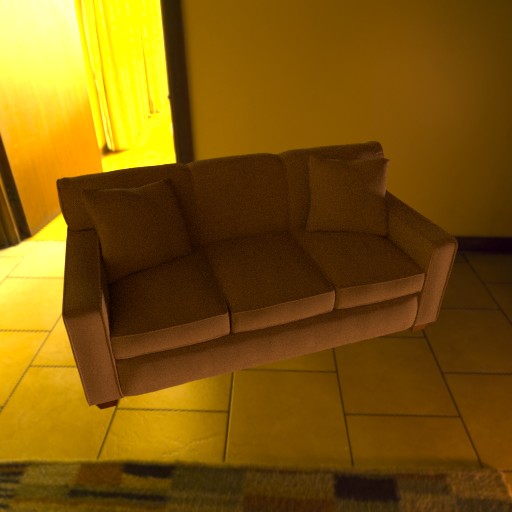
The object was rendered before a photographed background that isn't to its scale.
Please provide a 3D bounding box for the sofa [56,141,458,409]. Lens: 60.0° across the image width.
[{"bbox_3d":[0.000,0.000,2.563,2.024,0.958,0.997,-10,33,-16],"label":"sofa"}]
